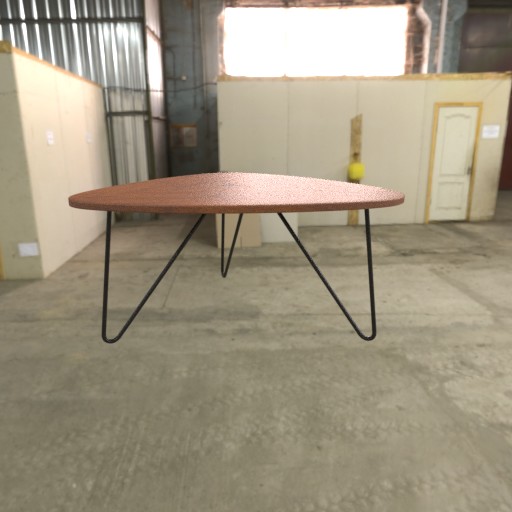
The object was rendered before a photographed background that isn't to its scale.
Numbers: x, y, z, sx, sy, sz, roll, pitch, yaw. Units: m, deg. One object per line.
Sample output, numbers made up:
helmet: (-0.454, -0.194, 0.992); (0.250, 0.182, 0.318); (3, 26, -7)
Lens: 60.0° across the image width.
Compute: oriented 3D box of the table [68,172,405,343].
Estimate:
table: (0.000, 0.000, 1.335); (0.821, 0.413, 0.833); (7, 17, 24)
